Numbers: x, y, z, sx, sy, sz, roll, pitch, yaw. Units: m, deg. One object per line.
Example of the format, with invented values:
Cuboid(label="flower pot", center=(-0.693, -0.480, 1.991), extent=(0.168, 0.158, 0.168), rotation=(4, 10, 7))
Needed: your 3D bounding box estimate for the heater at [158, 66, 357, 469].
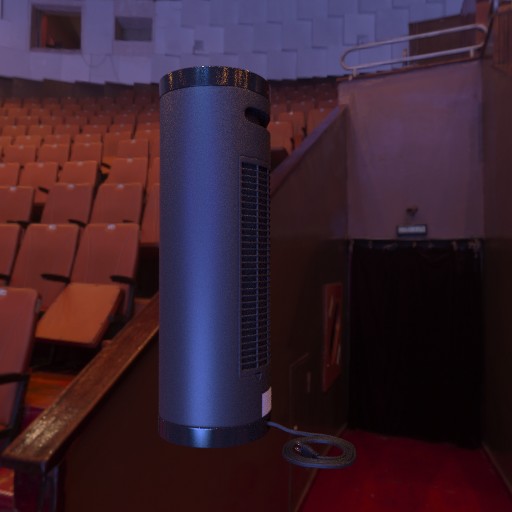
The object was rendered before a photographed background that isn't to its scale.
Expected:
Cuboid(label="heater", center=(0.000, 0.000, 0.688), extent=(0.312, 0.552, 0.174), rotation=(0, -1, 18))
